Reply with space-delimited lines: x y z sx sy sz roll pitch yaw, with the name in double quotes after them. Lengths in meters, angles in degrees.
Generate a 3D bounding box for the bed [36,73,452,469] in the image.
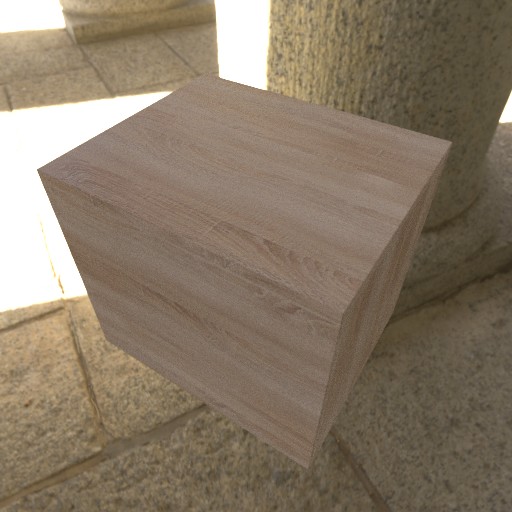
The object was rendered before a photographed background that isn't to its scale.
0.000 0.000 0.785 0.460 0.420 0.401 24 50 23 "bed"
